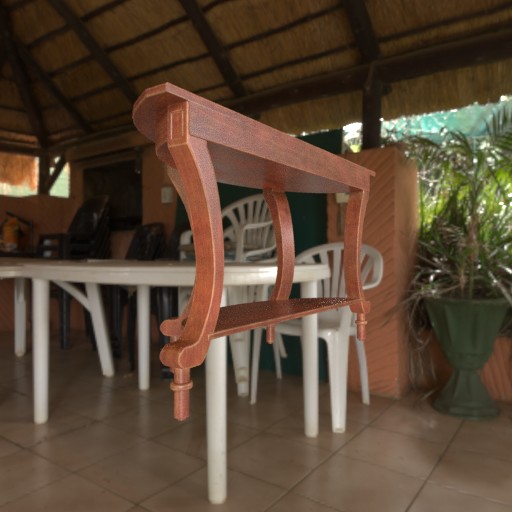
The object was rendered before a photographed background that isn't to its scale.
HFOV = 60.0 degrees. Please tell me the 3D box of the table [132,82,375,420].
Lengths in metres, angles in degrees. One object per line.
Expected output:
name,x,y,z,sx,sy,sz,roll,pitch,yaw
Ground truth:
table,0.000,0.000,1.484,0.394,0.699,1.198,0,1,35
